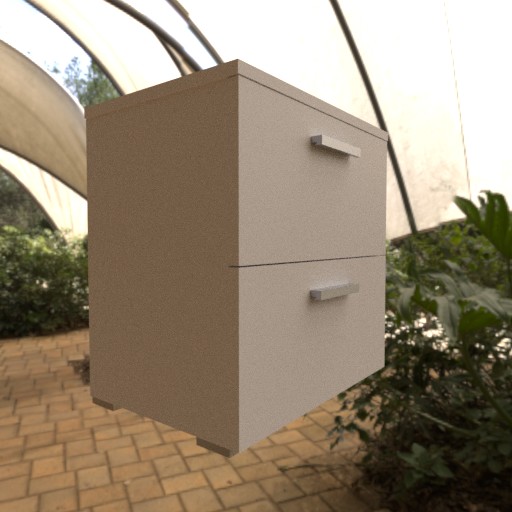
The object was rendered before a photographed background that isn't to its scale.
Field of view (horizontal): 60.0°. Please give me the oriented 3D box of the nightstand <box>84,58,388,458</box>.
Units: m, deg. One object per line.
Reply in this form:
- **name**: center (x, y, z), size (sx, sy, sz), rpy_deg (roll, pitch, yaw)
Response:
- **nightstand**: center (0.000, 0.000, 0.764), size (0.325, 0.460, 0.441), rpy_deg (2, 3, 38)
